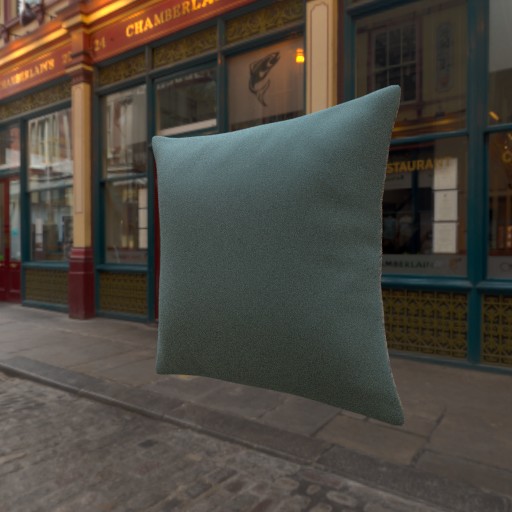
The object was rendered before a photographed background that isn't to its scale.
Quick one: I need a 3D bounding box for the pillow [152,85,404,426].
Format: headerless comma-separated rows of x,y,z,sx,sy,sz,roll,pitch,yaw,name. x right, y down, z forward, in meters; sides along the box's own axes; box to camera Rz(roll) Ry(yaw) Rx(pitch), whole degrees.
0.000,0.000,0.802,0.526,0.507,0.166,0,0,34,pillow
